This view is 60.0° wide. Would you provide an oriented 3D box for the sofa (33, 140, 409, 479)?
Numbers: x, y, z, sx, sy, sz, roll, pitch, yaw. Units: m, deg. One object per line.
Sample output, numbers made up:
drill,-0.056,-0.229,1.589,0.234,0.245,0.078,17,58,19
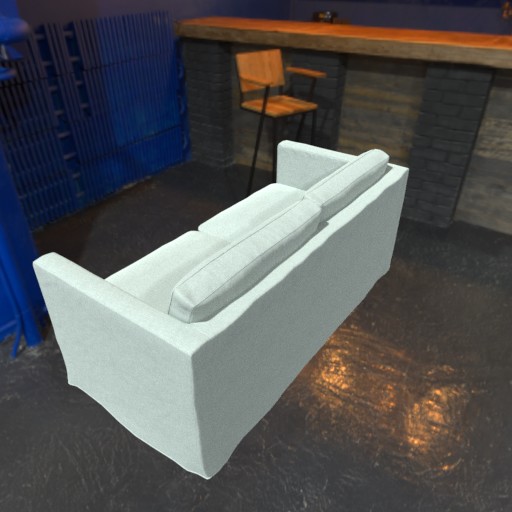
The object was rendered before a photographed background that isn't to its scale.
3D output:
sofa,0.000,0.000,2.447,0.940,0.870,1.987,22,39,30
